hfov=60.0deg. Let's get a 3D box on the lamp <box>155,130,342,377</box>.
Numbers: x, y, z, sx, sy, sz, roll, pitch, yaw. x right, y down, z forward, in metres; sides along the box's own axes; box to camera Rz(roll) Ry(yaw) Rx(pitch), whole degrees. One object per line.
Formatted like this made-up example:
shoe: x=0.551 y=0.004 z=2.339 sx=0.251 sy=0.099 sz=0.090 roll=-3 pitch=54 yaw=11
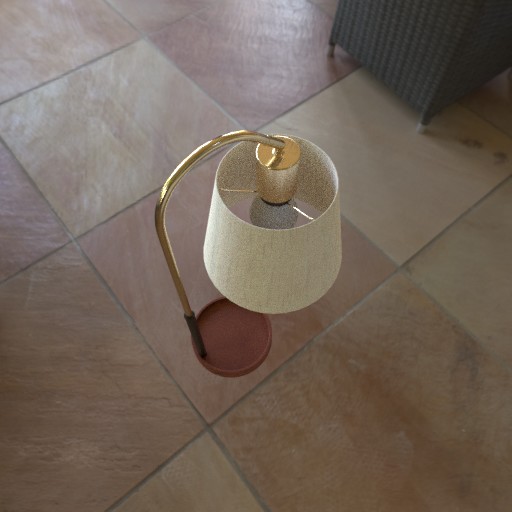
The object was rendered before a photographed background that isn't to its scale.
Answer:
lamp: x=0.000 y=0.000 z=0.658 sx=0.273 sy=0.536 sz=0.211 roll=-32 pitch=66 yaw=-17
